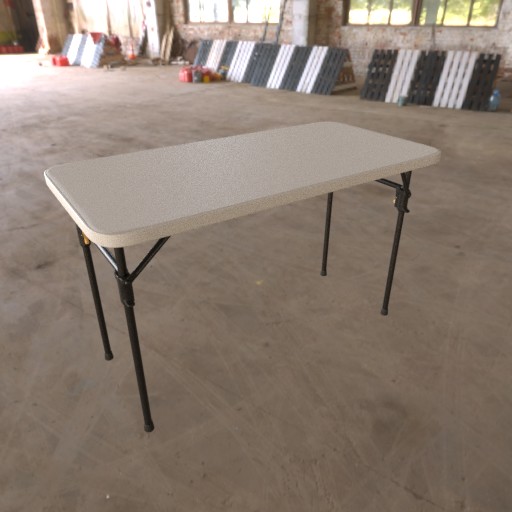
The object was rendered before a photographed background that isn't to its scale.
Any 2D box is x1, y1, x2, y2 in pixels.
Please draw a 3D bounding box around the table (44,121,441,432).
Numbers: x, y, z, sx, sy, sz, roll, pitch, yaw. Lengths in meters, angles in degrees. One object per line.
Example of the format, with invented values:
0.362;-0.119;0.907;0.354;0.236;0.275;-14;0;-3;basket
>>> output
0.000;0.000;1.629;1.219;0.729;0.610;-18;34;-29;table
